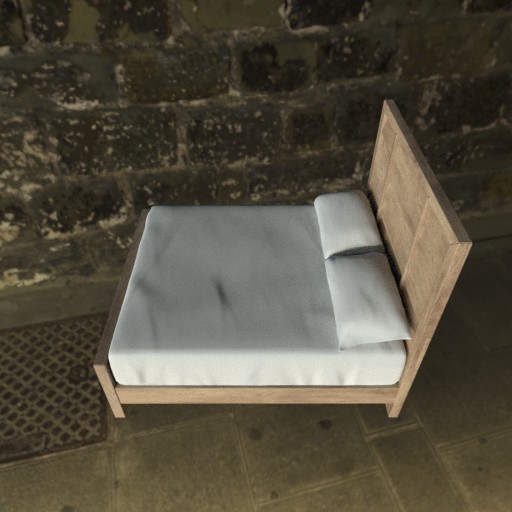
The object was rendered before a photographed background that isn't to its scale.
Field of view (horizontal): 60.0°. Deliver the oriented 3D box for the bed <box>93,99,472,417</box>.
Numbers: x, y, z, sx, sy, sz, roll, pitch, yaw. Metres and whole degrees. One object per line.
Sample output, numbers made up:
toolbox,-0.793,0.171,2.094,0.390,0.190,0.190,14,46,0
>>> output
bed,0.000,0.000,3.196,2.017,1.631,1.615,0,42,0
